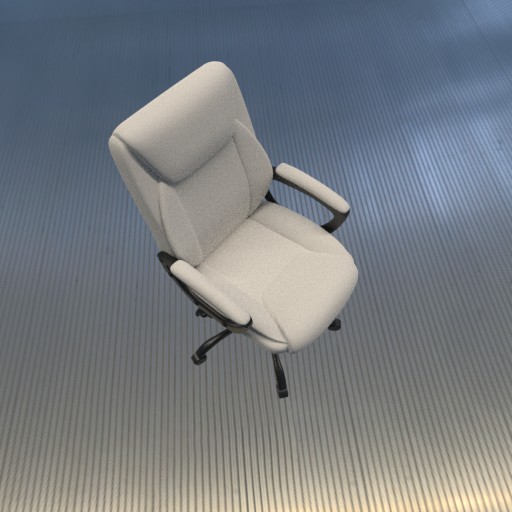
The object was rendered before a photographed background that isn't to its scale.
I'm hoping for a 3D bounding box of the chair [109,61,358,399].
[{"bbox_3d":[0.000,0.000,1.521,0.669,1.065,0.663,35,65,19],"label":"chair"}]
